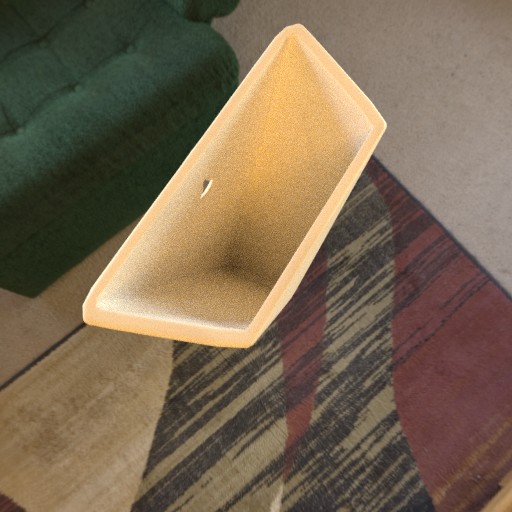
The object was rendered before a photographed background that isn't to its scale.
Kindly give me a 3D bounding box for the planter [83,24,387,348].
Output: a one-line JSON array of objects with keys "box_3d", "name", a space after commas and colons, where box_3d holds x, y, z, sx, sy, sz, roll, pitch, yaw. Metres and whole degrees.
[{"box_3d": [0.000, 0.000, 0.264, 0.060, 0.197, 0.150, 31, 77, 8], "name": "planter"}]
